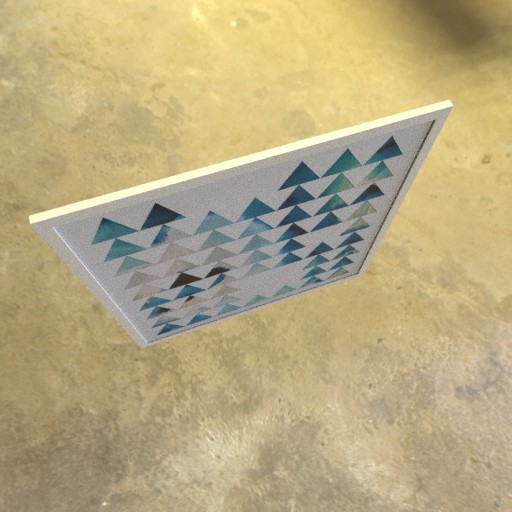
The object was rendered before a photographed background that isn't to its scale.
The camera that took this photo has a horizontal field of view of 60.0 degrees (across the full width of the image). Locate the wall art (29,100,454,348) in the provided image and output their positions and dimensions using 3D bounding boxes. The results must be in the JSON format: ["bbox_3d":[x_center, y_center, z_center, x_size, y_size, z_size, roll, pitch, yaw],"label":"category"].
[{"bbox_3d":[0.000,0.000,0.805,0.557,0.557,0.012,-17,65,-8],"label":"wall art"}]
